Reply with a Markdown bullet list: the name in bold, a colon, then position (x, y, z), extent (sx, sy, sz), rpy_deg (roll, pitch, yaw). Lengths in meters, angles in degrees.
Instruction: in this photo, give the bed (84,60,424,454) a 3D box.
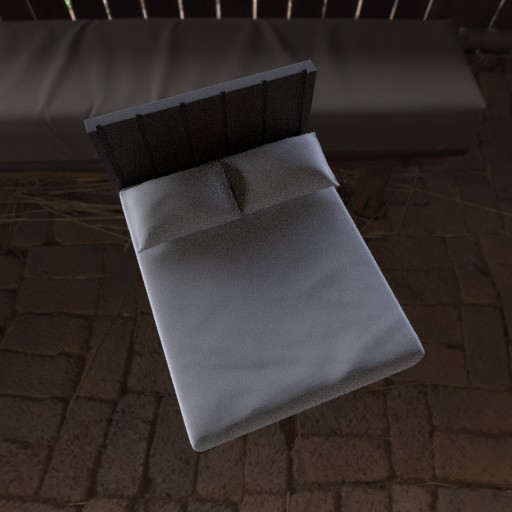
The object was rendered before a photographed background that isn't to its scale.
- **bed**: position (0.000, 0.000, 3.330), extent (1.727, 1.270, 2.242), rpy_deg (-19, 65, -9)
